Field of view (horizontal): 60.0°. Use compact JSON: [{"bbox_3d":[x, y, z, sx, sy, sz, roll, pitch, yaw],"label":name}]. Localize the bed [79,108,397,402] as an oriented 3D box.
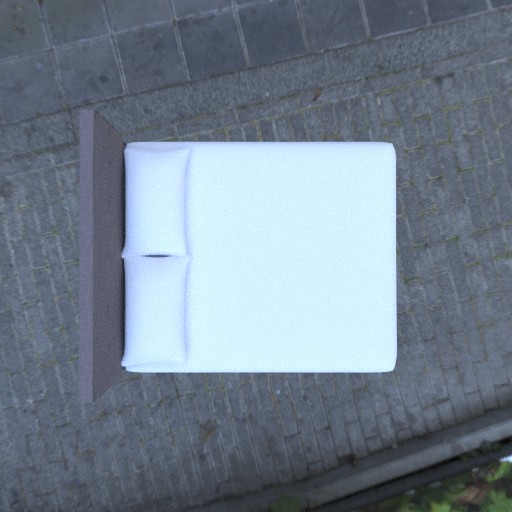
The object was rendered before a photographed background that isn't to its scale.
[{"bbox_3d":[0.000,0.000,2.887,1.894,1.089,1.610,0,89,0],"label":"bed"}]
